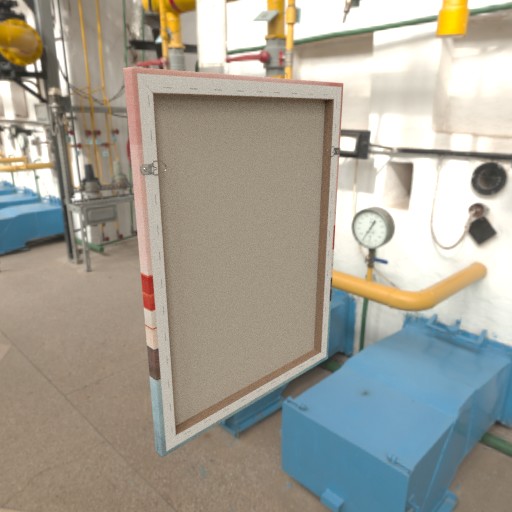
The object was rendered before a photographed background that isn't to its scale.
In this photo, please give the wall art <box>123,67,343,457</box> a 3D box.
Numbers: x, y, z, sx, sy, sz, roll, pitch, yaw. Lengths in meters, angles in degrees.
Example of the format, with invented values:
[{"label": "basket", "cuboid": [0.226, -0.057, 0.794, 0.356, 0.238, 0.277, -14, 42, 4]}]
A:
[{"label": "wall art", "cuboid": [0.000, 0.000, 1.353, 0.761, 1.016, 0.039, -17, 24, -41]}]
